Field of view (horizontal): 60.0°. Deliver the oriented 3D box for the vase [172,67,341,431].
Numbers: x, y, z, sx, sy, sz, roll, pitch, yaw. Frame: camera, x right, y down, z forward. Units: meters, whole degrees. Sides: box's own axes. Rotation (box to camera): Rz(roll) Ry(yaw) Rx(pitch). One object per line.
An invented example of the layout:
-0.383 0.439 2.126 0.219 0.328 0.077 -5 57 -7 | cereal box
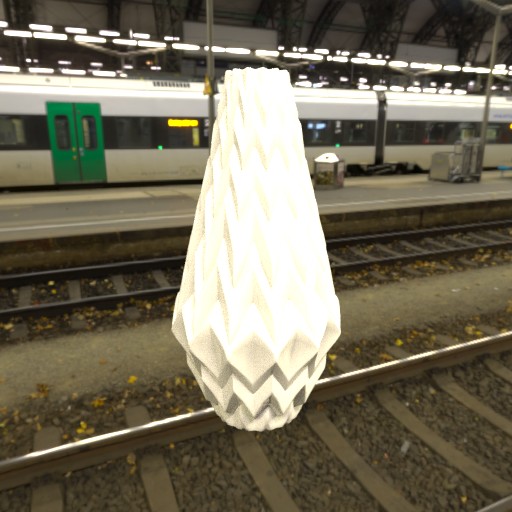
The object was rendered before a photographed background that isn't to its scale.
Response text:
0.000 0.000 0.424 0.167 0.328 0.167 0 15 0 | vase
